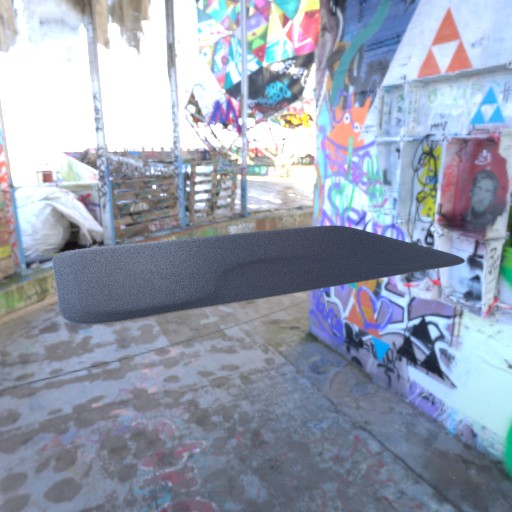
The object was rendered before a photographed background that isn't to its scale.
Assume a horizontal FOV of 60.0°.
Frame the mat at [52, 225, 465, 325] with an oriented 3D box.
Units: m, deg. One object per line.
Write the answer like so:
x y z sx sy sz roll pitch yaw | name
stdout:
0.000 0.000 1.829 1.524 0.013 0.918 -7 16 -25 | mat
